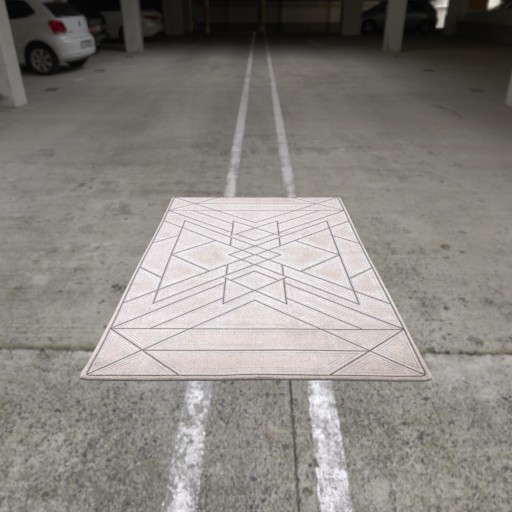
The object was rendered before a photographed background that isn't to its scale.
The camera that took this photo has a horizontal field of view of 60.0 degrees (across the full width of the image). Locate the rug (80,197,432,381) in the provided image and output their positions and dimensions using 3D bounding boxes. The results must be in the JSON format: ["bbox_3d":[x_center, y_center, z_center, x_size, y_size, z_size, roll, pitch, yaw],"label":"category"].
[{"bbox_3d":[0.000,0.000,3.056,1.575,0.023,2.459,0,27,0],"label":"rug"}]
